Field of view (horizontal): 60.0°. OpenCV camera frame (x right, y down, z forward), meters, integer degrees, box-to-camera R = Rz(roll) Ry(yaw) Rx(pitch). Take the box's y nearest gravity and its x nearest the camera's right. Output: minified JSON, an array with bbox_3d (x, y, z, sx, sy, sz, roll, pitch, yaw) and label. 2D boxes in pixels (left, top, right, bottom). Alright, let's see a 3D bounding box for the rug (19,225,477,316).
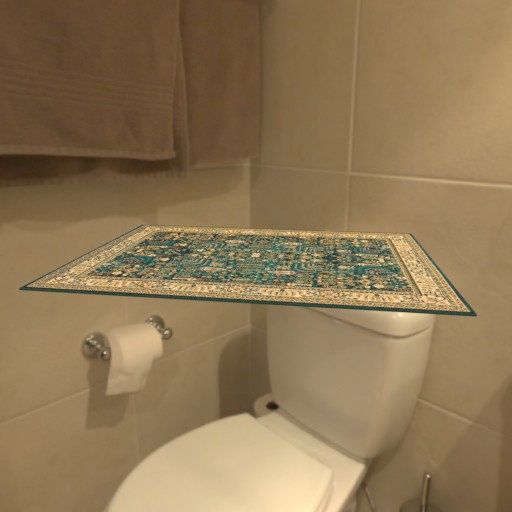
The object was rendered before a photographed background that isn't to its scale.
[{"bbox_3d":[0.000,0.000,2.868,2.213,0.013,1.594,2,16,8],"label":"rug"}]
